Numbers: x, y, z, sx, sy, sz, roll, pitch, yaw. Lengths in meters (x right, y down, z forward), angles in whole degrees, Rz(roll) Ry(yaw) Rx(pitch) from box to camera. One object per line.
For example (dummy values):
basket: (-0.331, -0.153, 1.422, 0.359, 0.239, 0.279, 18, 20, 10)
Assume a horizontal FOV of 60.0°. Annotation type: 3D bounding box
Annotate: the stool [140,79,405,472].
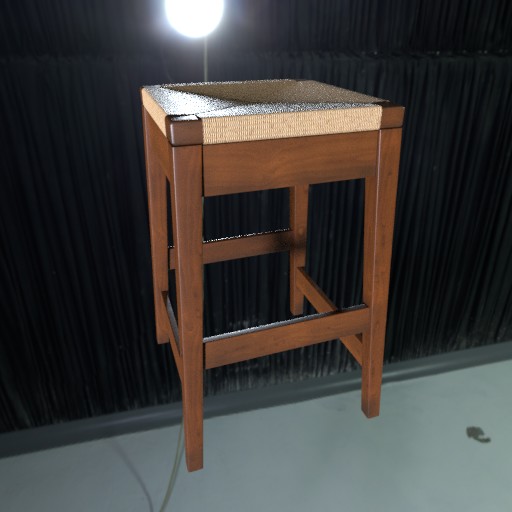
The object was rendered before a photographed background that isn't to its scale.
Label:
stool: (0.000, 0.000, 1.098, 0.497, 0.762, 0.507, -9, 30, -17)
